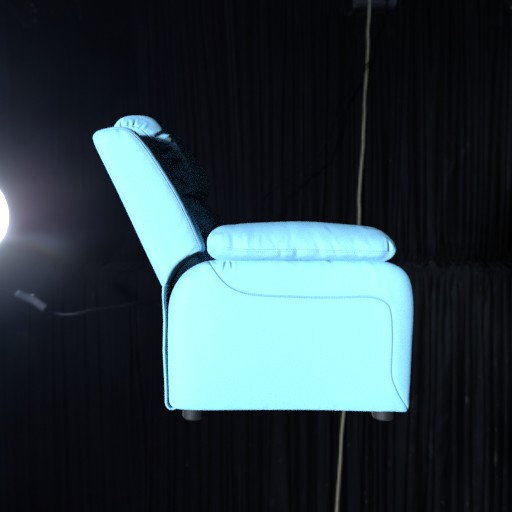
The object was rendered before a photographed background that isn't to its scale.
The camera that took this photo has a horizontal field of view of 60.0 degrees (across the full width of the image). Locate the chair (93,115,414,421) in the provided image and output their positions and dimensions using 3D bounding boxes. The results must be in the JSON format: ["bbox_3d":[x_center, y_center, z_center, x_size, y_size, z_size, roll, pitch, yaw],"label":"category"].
[{"bbox_3d":[0.000,0.000,1.229,0.709,0.702,0.680,0,2,-1],"label":"chair"}]
